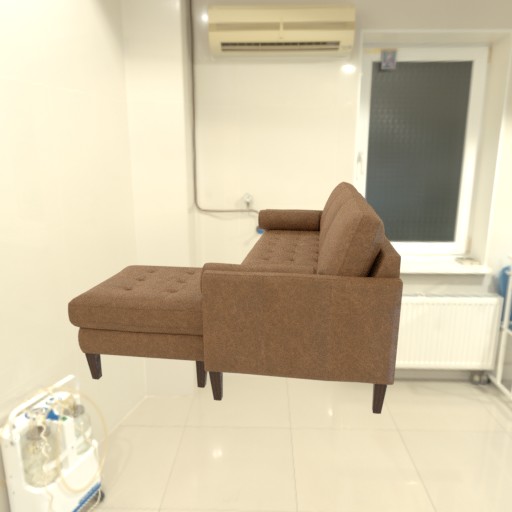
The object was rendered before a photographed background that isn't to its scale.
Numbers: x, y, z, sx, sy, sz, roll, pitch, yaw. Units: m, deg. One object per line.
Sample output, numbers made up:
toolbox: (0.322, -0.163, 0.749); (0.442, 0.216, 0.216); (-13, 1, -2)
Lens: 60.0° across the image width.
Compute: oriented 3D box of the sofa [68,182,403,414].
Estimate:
sofa: (0.000, 0.000, 2.937); (1.506, 0.876, 2.178); (2, 14, 8)
